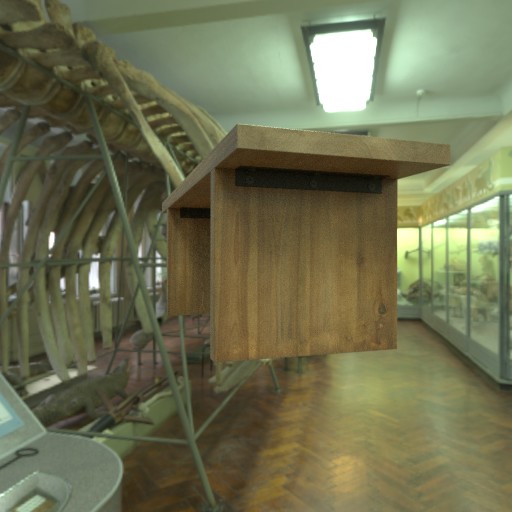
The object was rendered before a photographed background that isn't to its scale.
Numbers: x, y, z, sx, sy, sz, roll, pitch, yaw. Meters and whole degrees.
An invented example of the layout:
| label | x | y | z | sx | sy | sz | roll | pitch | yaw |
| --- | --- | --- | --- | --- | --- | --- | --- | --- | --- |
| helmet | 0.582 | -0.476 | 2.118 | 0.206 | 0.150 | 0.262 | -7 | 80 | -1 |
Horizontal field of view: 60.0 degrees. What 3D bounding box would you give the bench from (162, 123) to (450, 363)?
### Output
| label | x | y | z | sx | sy | sz | roll | pitch | yaw |
| --- | --- | --- | --- | --- | --- | --- | --- | --- | --- |
| bench | 0.000 | 0.000 | 1.406 | 0.458 | 0.458 | 1.183 | 0 | 0 | -18 |
